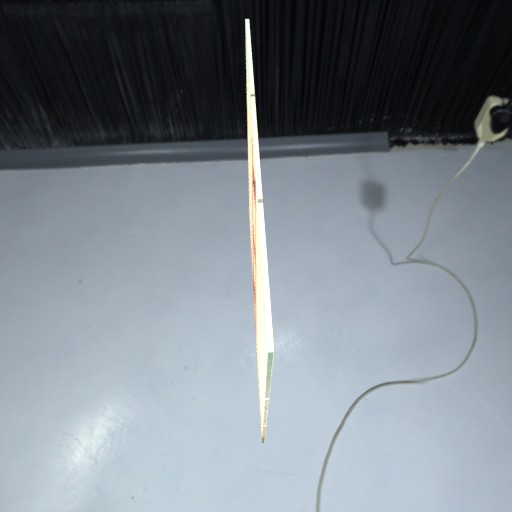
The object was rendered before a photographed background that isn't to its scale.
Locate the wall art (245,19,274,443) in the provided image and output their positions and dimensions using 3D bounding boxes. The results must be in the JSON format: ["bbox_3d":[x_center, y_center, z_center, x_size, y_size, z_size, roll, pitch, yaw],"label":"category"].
[{"bbox_3d":[0.000,0.000,1.769,0.013,1.219,1.214,-3,59,-2],"label":"wall art"}]
